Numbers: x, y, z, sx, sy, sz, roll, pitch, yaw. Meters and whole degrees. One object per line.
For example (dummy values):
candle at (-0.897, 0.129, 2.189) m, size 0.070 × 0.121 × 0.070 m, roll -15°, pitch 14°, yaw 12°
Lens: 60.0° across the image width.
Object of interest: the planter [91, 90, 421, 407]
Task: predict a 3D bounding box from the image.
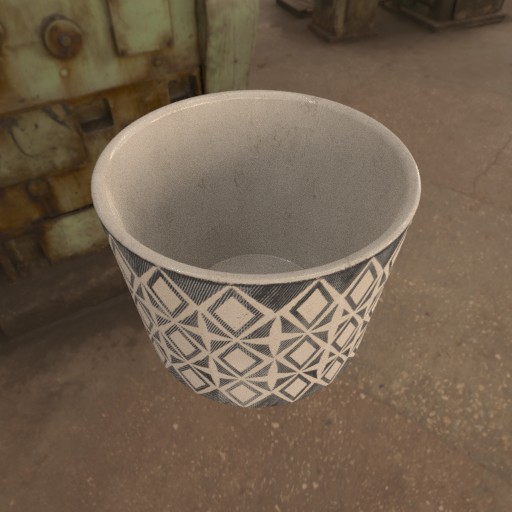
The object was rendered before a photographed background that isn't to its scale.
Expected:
planter at (0.000, 0.000, 0.438) m, size 0.260 × 0.220 × 0.260 m, roll 0°, pitch 46°, yaw 0°
